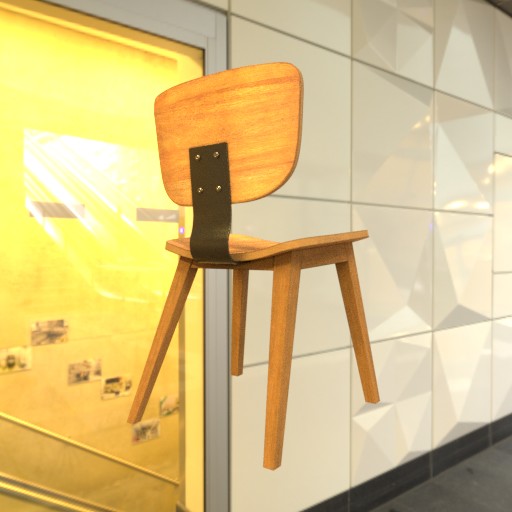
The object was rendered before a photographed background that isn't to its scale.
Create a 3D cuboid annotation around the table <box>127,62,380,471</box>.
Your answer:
[{"bbox_3d":[0.000,0.000,1.160,0.499,0.805,0.500,1,1,34],"label":"table"}]
